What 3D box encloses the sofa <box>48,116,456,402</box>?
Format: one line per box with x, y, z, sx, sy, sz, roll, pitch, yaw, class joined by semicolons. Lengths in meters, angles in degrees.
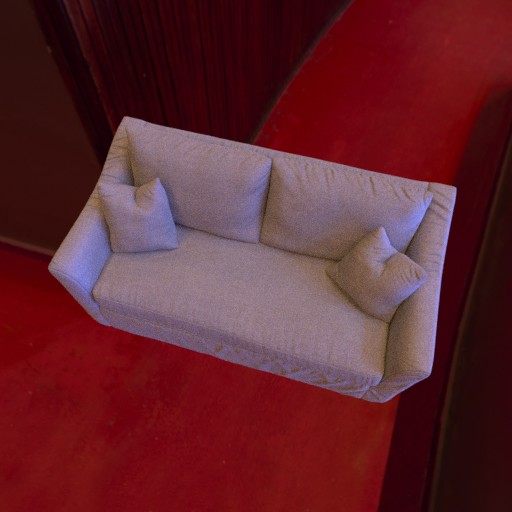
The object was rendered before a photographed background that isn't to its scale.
0.000;0.000;2.611;2.010;1.018;1.072;14;60;8;sofa
